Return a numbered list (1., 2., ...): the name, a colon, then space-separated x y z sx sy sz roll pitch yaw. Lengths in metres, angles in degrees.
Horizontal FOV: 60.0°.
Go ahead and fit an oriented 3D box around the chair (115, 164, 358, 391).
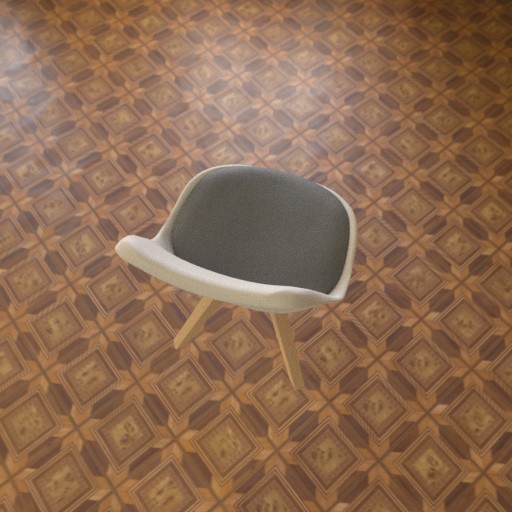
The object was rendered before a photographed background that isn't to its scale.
1. chair: 0.000 0.000 1.152 0.485 0.850 0.550 17 65 8
